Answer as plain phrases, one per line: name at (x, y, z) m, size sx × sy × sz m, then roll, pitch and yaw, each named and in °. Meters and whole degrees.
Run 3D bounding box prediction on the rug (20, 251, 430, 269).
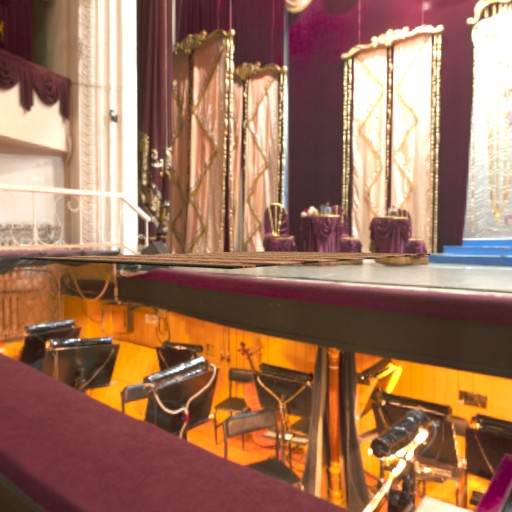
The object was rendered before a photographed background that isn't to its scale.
rug at (0.000, 0.000, 2.285) m, size 1.221 × 0.009 × 1.825 m, roll 1°, pitch 2°, yaw 37°
